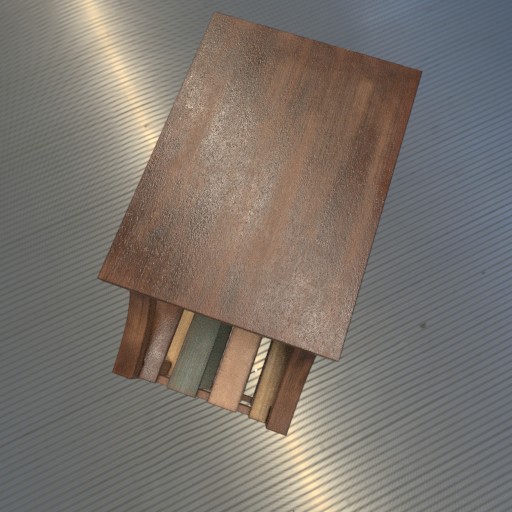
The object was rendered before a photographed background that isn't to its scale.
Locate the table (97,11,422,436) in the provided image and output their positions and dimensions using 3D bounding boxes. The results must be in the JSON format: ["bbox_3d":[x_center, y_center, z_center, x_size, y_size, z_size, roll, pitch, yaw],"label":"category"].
[{"bbox_3d":[0.000,0.000,0.934,0.356,0.584,0.609,18,76,5],"label":"table"}]
